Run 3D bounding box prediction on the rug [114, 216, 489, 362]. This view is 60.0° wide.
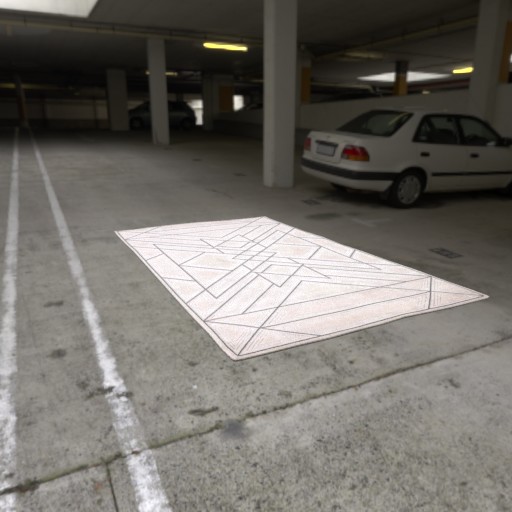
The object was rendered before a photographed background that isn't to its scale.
[{"bbox_3d":[0.000,0.000,1.062,0.511,0.008,0.869,-8,18,-26],"label":"rug"}]
